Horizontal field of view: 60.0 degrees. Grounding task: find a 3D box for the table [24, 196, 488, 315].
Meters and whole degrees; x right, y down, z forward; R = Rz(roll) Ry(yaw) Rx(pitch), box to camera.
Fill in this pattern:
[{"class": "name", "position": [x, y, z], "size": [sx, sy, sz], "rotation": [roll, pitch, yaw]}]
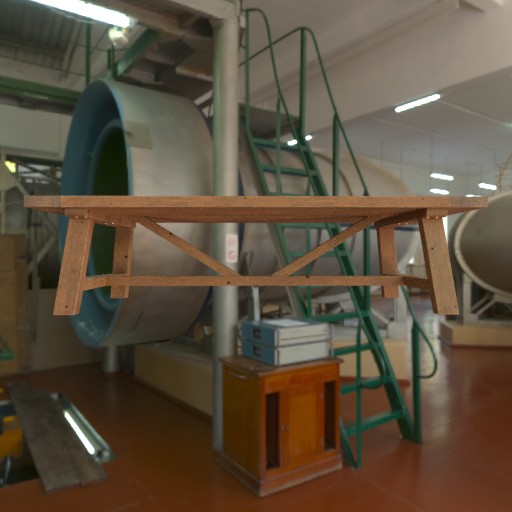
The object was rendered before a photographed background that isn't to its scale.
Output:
[{"class": "table", "position": [0.000, 0.000, 2.128], "size": [1.800, 0.465, 0.820], "rotation": [0, 0, -1]}]
